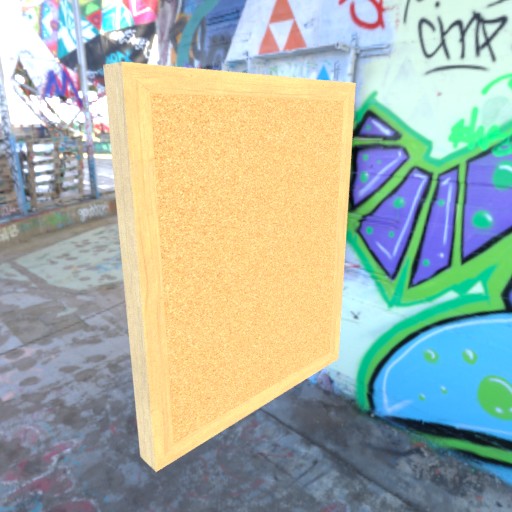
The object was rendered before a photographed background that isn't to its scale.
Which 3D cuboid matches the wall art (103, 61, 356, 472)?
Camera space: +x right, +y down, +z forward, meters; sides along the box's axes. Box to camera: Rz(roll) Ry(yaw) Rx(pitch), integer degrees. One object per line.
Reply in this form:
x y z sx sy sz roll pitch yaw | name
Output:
0.000 0.000 0.503 0.312 0.380 0.030 -16 24 -42 | wall art
